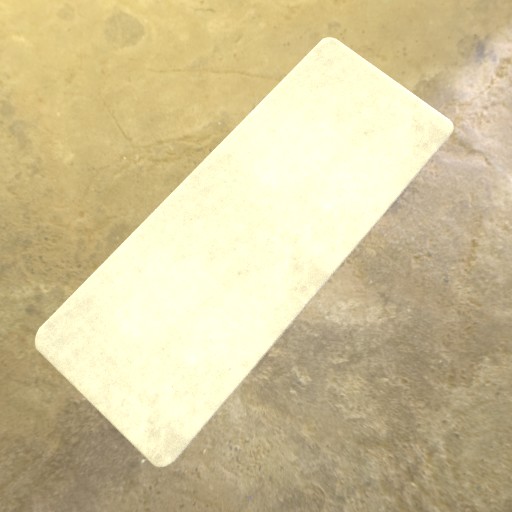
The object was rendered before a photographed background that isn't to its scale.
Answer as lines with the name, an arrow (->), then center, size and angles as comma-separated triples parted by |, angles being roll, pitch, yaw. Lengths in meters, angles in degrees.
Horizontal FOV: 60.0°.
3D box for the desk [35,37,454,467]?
desk -> 0.000, 0.000, 1.739 | 0.550, 0.755, 1.400 | 40, 79, 9
